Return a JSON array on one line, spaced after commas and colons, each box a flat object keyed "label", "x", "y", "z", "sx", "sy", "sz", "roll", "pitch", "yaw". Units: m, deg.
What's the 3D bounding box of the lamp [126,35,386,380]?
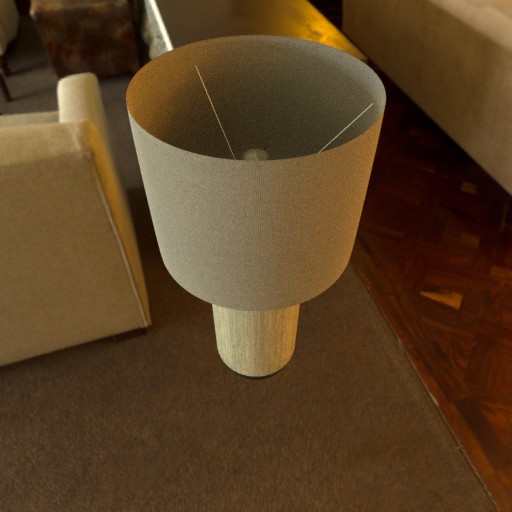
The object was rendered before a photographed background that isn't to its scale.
[{"label": "lamp", "x": 0.000, "y": 0.000, "z": 0.555, "sx": 0.228, "sy": 0.444, "sz": 0.228, "roll": 19, "pitch": 50, "yaw": 16}]
